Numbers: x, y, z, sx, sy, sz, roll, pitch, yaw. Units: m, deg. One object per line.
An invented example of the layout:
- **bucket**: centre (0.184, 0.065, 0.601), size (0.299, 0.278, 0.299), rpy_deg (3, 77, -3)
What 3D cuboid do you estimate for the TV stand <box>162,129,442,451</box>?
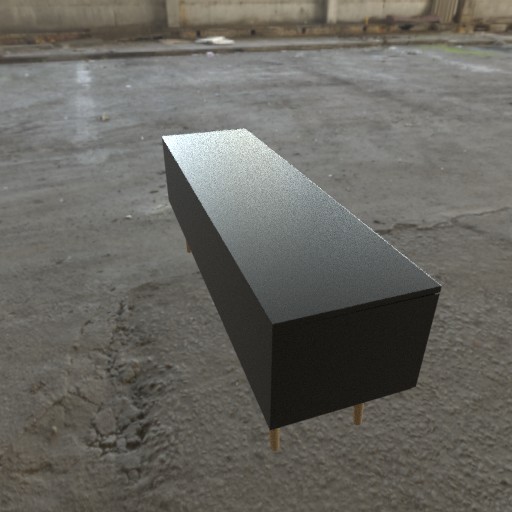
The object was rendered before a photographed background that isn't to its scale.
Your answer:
- **TV stand**: centre (0.000, 0.000, 1.524), size (0.390, 0.518, 1.312), rpy_deg (-10, 32, -16)
